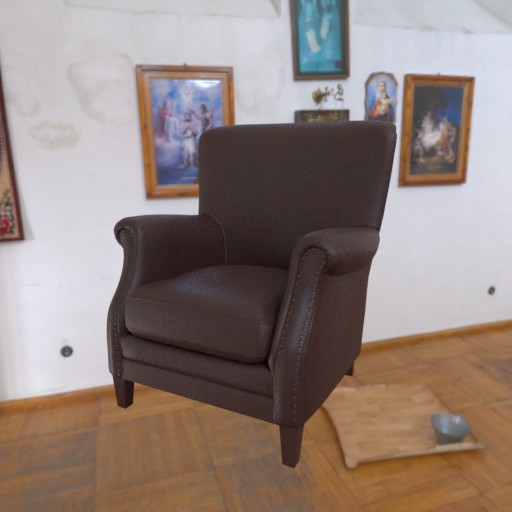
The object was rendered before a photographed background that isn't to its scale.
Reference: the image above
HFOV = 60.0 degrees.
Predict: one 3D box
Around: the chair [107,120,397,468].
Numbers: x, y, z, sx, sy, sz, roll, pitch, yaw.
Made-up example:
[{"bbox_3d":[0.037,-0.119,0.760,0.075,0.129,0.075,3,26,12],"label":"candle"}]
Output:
[{"bbox_3d":[0.000,0.000,1.317,0.700,0.800,0.746,6,14,27],"label":"chair"}]
